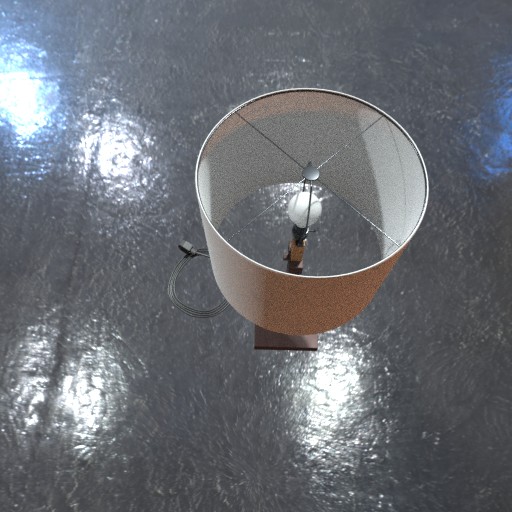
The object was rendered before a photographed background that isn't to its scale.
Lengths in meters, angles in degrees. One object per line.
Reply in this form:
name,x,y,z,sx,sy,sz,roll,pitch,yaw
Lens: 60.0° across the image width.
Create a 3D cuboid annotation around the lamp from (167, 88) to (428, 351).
lamp,0.000,0.000,0.987,0.525,0.668,0.396,1,63,1
